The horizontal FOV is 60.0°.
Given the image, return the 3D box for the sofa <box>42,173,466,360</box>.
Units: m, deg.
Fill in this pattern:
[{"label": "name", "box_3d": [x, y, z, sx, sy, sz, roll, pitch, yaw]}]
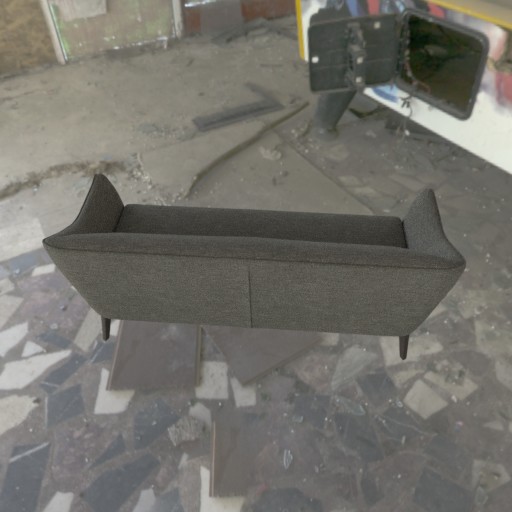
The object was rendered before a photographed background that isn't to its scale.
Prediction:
[{"label": "sofa", "box_3d": [0.000, 0.000, 2.372, 1.928, 0.829, 0.867, 3, 45, 3]}]
